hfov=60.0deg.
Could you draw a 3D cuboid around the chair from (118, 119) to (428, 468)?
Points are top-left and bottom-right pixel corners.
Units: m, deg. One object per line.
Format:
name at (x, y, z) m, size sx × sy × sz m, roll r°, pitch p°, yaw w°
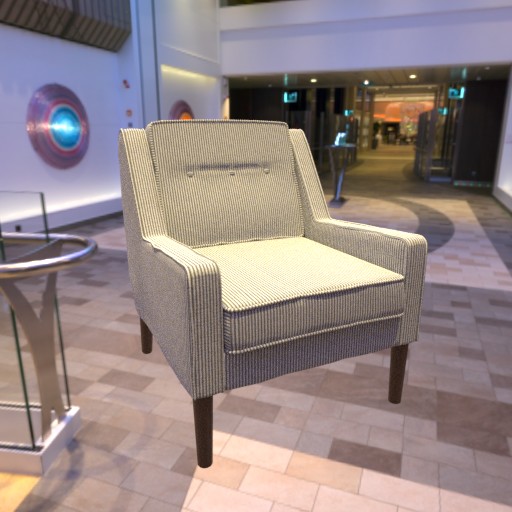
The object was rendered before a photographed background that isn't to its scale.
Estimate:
chair at (0.000, 0.000, 1.327) m, size 0.663 × 0.792 × 0.743 m, roll -7°, pitch 17°, yaw -25°
